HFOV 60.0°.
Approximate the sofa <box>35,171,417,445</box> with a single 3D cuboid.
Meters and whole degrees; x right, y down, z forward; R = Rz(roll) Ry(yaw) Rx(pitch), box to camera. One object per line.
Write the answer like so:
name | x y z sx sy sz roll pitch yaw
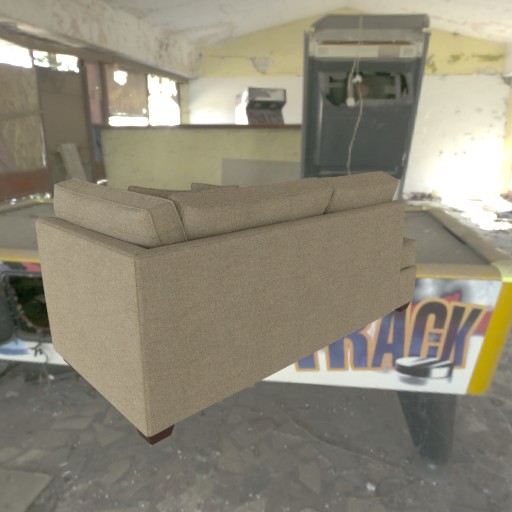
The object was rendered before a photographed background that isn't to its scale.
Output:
sofa | 0.000 0.000 2.779 2.238 1.019 1.110 -14 21 -42
